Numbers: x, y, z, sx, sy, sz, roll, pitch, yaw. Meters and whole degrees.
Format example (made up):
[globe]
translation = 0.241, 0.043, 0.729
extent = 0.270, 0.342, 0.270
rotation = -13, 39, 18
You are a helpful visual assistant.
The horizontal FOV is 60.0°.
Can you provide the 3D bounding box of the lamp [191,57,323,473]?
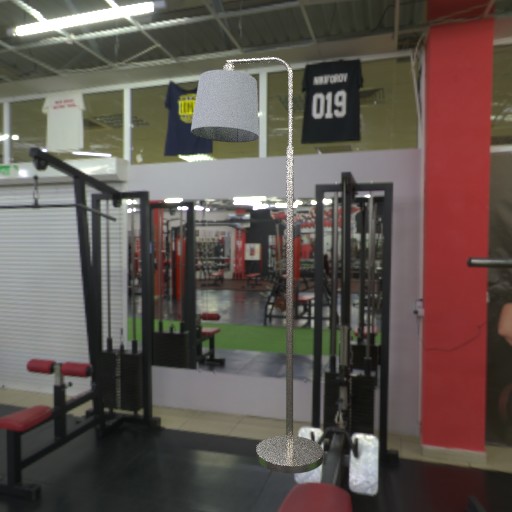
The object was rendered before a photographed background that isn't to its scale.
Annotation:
[lamp]
translation = 0.000, 0.000, 1.657
extent = 0.508, 1.478, 0.254
rotation = 0, 2, 19
